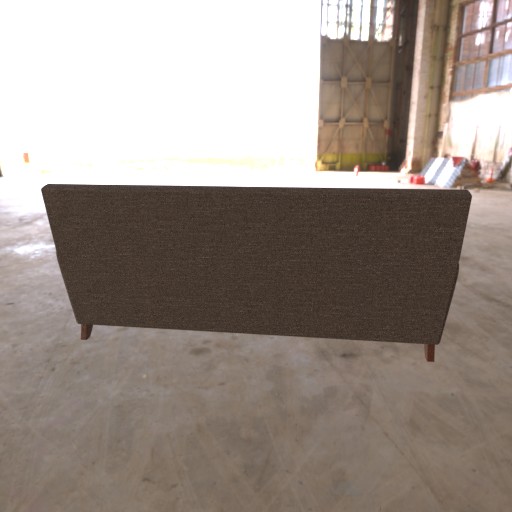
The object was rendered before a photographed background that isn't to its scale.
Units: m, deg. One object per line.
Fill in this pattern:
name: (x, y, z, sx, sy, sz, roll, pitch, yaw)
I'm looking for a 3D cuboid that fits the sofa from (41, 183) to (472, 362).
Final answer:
sofa: (0.000, 0.000, 2.452, 1.976, 0.846, 0.875, 2, 15, 7)
